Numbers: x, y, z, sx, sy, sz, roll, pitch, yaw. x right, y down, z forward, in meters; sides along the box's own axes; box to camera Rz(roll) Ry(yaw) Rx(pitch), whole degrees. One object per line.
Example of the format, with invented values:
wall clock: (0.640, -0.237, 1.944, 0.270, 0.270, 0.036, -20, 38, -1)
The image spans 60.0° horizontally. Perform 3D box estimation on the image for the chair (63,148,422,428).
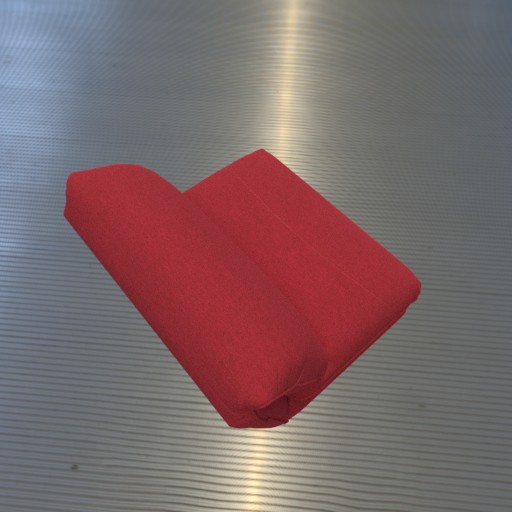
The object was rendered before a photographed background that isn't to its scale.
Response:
chair: (0.000, 0.000, 1.367, 0.780, 0.580, 0.820, -36, 65, -20)
